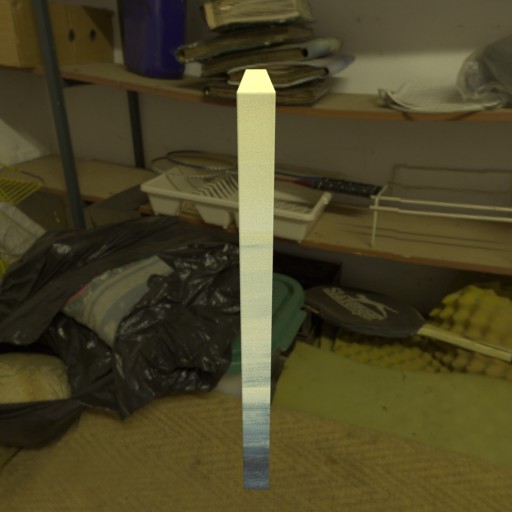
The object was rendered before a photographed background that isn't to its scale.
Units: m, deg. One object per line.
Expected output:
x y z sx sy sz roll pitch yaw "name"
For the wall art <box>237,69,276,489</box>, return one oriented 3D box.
0.000 0.000 0.811 0.040 0.608 0.489 0 25 0 "wall art"
